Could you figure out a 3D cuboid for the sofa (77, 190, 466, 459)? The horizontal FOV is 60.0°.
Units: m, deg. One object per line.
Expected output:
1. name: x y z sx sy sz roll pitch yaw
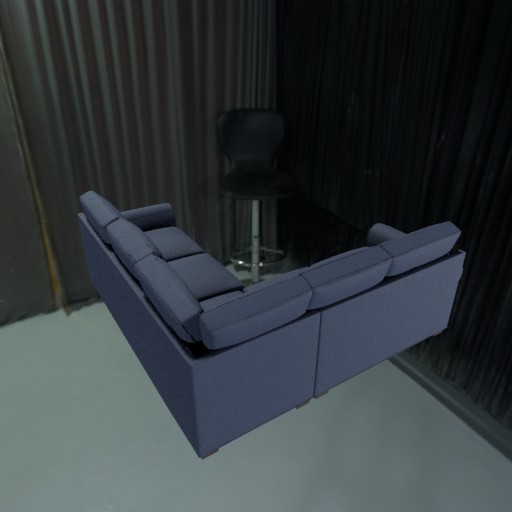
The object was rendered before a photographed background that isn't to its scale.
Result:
1. sofa: 0.000 0.000 4.023 2.487 1.042 2.562 -17 33 -28
